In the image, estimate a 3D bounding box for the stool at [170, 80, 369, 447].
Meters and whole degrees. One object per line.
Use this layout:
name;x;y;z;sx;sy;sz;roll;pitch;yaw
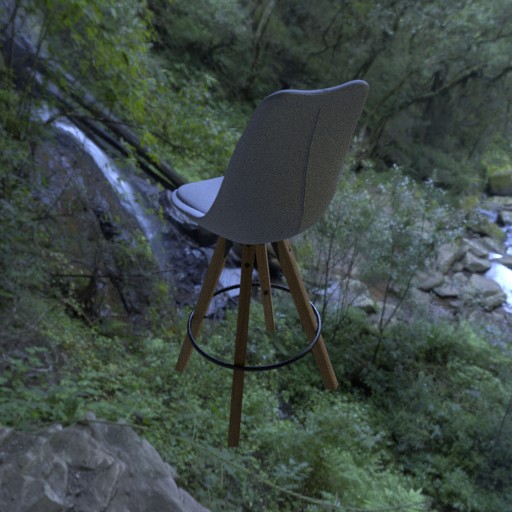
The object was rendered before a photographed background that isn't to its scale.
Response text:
stool;0.000;0.000;1.417;0.484;1.115;0.550;-19;36;-28
